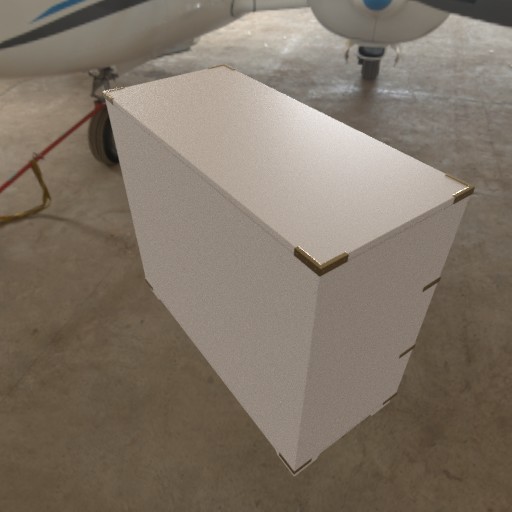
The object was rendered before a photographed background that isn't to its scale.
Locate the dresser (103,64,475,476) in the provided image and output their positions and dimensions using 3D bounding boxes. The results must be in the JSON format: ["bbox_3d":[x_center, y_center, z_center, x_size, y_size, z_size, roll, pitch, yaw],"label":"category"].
[{"bbox_3d":[0.000,0.000,1.482,0.460,0.891,1.022,-25,47,-26],"label":"dresser"}]
